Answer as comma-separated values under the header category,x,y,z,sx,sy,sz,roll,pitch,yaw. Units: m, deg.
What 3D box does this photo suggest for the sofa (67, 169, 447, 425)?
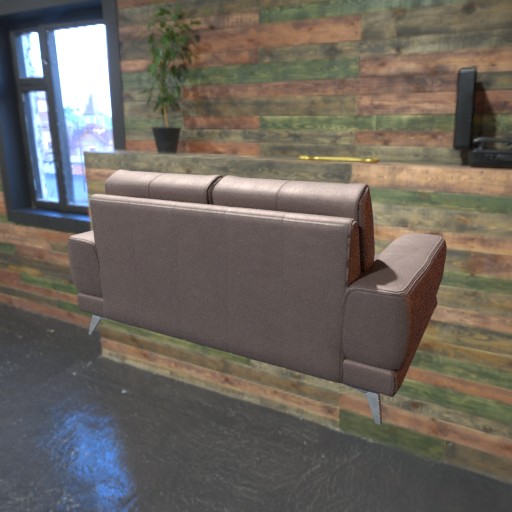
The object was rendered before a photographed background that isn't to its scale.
category,x,y,z,sx,sy,sz,roll,pitch,yaw
sofa,0.000,0.000,2.376,1.806,0.907,1.018,9,18,28
